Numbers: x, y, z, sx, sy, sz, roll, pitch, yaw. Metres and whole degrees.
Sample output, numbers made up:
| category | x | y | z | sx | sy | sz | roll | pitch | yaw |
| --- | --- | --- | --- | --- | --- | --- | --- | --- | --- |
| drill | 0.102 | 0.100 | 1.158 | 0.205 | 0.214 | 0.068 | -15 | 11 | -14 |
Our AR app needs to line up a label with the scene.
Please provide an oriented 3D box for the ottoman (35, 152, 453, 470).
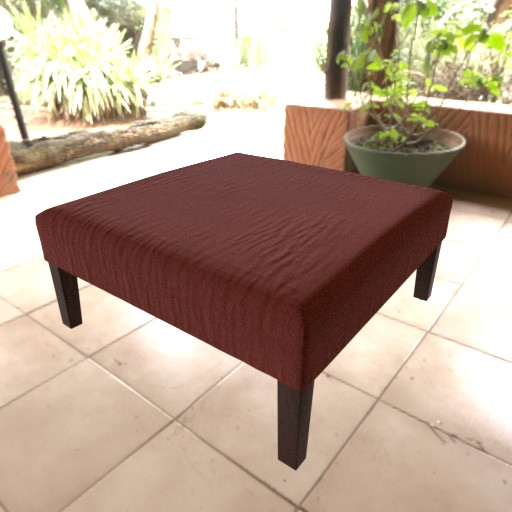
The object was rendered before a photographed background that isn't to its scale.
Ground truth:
| category | x | y | z | sx | sy | sz | roll | pitch | yaw |
| --- | --- | --- | --- | --- | --- | --- | --- | --- | --- |
| ottoman | 0.000 | 0.000 | 1.379 | 0.889 | 0.411 | 0.890 | 19 | 32 | 33 |
